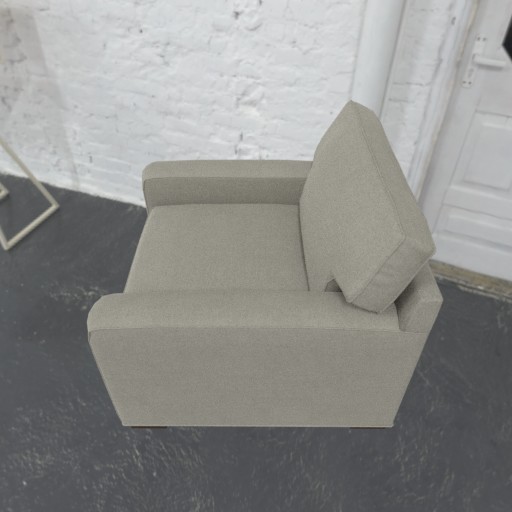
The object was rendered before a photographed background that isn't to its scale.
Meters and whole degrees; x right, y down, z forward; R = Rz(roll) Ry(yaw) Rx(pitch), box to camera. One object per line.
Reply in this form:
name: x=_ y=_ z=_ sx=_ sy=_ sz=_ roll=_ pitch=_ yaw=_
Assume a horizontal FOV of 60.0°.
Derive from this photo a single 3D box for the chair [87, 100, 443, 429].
chair: x=0.000 y=0.000 z=1.764 sx=1.044 sy=0.934 sz=0.999 roll=0 pitch=42 yaw=0
